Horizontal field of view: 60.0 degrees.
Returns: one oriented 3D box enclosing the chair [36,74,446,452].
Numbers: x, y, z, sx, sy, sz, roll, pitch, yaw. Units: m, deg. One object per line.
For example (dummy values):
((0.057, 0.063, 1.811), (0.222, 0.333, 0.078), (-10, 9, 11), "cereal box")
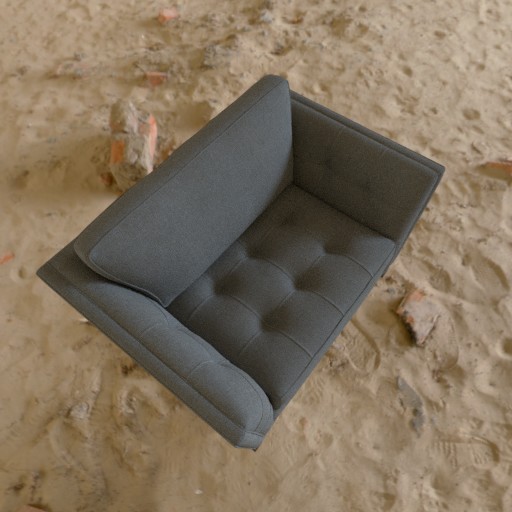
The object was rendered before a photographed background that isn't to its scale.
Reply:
((0.000, 0.000, 1.997), (0.965, 0.942, 1.396), (34, 65, 19), "chair")
